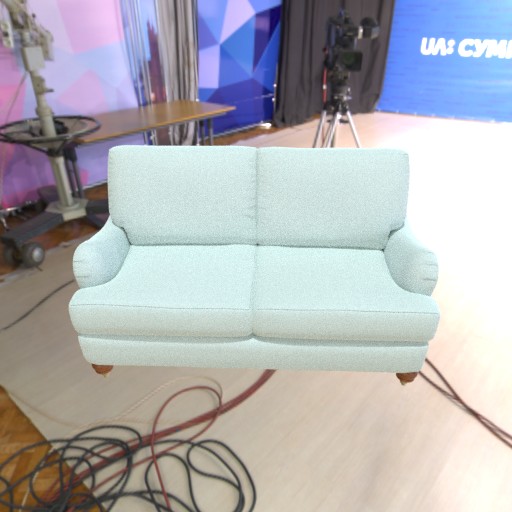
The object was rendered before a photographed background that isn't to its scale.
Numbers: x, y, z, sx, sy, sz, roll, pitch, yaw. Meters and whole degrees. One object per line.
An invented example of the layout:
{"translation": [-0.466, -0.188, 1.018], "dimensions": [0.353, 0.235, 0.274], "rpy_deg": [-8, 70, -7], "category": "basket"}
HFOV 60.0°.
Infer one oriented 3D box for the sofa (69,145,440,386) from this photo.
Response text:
{"translation": [0.000, 0.000, 2.552], "dimensions": [1.853, 1.101, 1.084], "rpy_deg": [1, 31, 2], "category": "sofa"}
